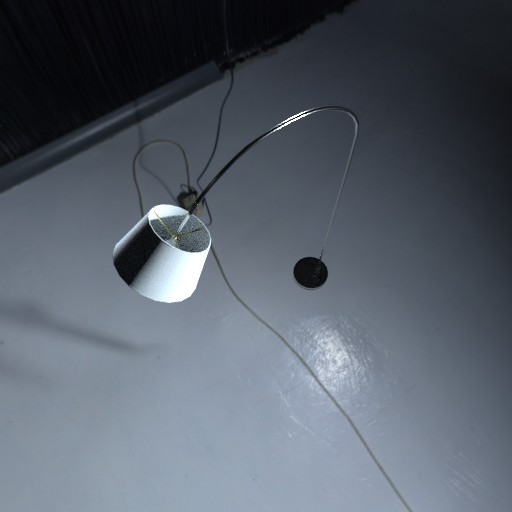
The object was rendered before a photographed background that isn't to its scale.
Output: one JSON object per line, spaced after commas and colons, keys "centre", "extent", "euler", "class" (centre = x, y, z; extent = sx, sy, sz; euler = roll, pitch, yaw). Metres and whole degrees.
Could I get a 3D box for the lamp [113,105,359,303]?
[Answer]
{"centre": [0.000, 0.000, 2.686], "extent": [1.445, 2.098, 0.406], "euler": [-34, 68, -15], "class": "lamp"}
